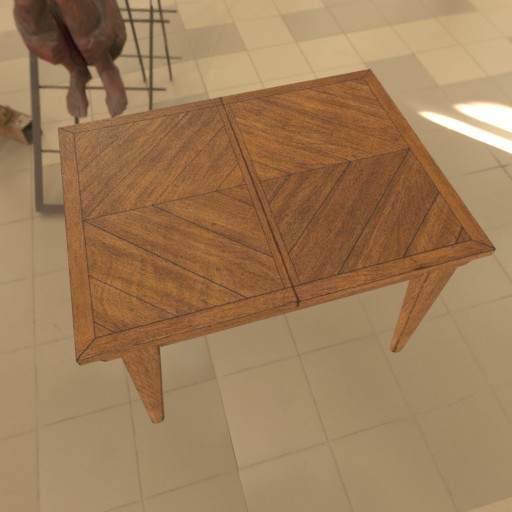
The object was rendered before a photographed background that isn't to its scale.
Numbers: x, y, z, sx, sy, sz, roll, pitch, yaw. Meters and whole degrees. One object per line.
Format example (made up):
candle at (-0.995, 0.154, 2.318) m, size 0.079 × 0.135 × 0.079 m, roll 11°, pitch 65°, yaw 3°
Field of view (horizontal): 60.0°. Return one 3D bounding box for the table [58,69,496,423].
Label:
table at (0.000, 0.000, 1.543) m, size 1.027 × 0.760 × 0.757 m, roll -14°, pitch 59°, yaw -9°
